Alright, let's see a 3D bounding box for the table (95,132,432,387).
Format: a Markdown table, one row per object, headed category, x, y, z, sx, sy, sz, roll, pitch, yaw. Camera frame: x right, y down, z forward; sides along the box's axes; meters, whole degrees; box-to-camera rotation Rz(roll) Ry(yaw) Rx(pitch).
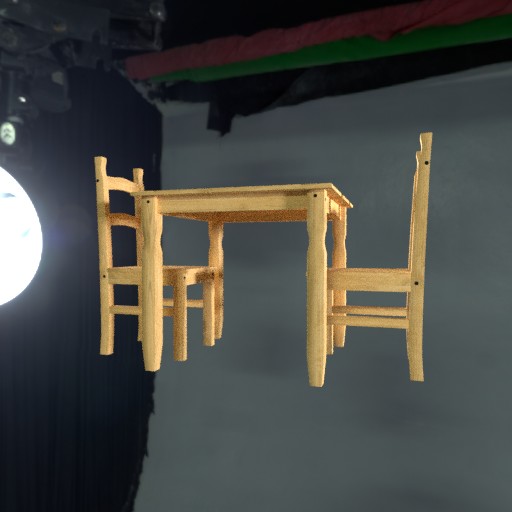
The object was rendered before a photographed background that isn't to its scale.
| category | x | y | z | sx | sy | sz | roll | pitch | yaw |
| --- | --- | --- | --- | --- | --- | --- | --- | --- | --- |
| table | 0.000 | 0.000 | 2.069 | 1.501 | 0.942 | 0.813 | 0 | 1 | 17 |
